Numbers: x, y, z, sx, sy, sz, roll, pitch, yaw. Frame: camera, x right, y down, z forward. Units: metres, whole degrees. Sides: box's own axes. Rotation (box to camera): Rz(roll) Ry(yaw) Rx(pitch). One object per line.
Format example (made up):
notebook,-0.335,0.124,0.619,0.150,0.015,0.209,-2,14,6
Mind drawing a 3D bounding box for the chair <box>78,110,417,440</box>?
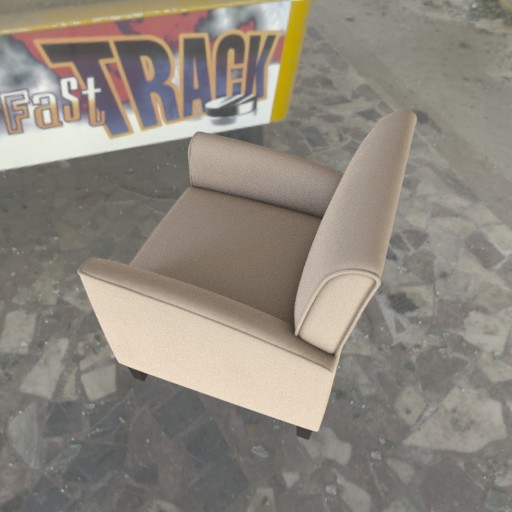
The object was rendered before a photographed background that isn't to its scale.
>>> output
chair,0.000,0.000,1.561,0.820,0.915,0.820,15,48,14
